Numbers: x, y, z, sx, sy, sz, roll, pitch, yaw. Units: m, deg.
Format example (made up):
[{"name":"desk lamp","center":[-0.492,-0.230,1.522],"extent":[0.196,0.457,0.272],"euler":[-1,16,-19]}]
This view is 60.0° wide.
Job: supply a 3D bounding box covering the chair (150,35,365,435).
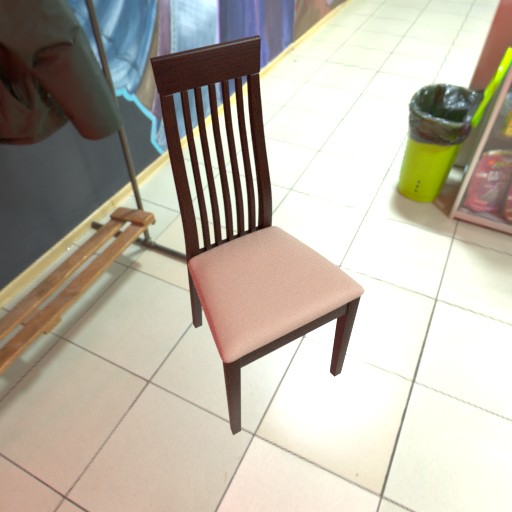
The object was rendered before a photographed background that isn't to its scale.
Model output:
[{"name":"chair","center":[0.000,0.000,1.286],"extent":[0.460,1.027,0.474],"euler":[-23,49,-21]}]
